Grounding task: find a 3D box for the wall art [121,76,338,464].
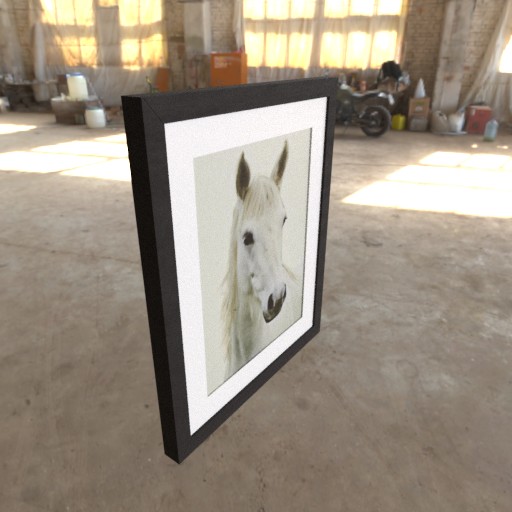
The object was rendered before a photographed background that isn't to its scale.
[{"bbox_3d":[0.000,0.000,0.762,0.034,0.552,0.455,17,30,33],"label":"wall art"}]
